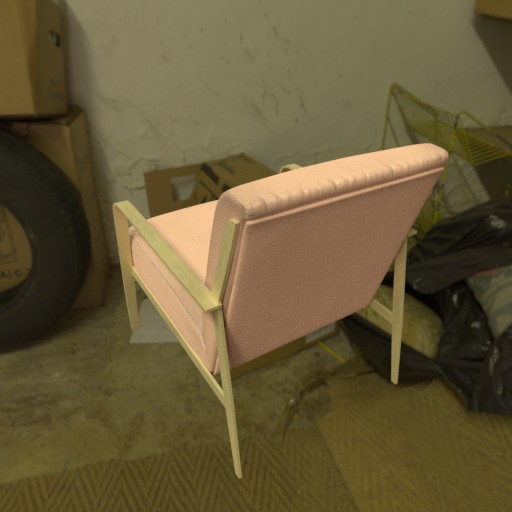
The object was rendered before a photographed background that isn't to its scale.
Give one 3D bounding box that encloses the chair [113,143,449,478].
[{"bbox_3d":[0.000,0.000,1.441,0.701,0.823,0.848,-18,35,-29],"label":"chair"}]
